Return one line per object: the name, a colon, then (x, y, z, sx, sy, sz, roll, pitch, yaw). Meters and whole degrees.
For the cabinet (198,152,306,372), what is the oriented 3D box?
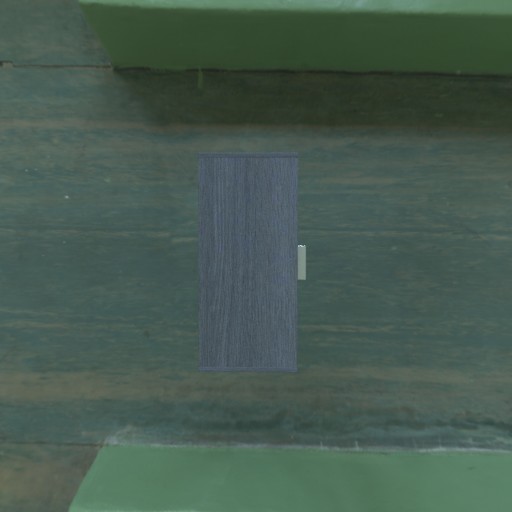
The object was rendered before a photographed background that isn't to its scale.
cabinet: (0.000, 0.000, 1.863, 0.255, 1.630, 0.520, 0, 91, 1)
